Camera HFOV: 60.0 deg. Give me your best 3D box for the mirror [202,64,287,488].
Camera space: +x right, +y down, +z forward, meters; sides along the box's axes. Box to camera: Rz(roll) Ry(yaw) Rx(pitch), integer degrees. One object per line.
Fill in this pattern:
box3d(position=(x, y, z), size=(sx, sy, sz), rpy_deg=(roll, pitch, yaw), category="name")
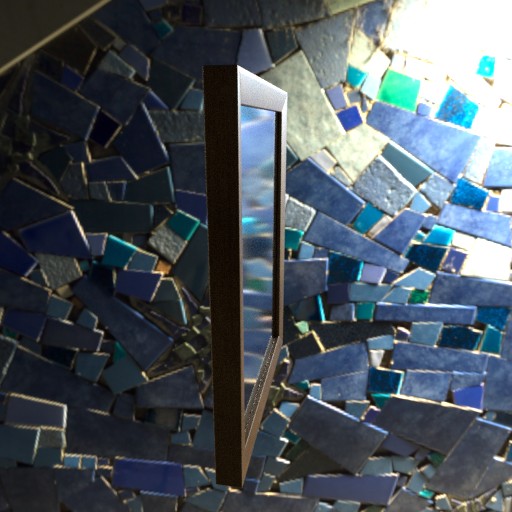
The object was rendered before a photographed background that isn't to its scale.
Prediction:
box3d(position=(0.000, 0.000, 0.696), size=(0.041, 0.508, 0.405), rpy_deg=(3, 17, 10), category="mirror")
